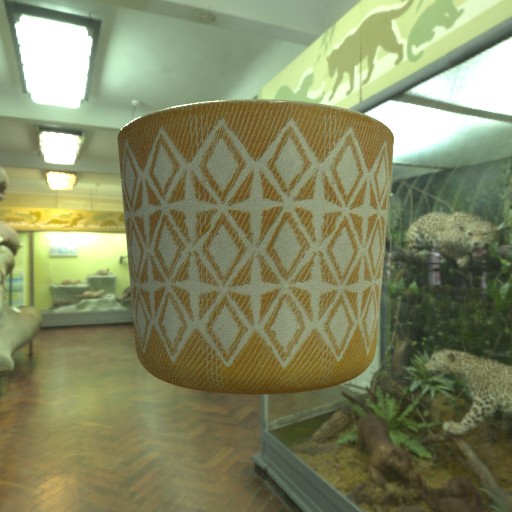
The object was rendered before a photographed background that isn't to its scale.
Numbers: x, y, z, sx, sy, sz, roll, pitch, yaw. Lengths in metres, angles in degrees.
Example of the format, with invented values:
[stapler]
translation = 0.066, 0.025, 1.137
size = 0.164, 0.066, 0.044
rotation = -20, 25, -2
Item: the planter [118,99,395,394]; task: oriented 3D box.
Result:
[planter]
translation = 0.000, 0.000, 0.211
size = 0.126, 0.104, 0.126
rotation = 0, -1, 0
